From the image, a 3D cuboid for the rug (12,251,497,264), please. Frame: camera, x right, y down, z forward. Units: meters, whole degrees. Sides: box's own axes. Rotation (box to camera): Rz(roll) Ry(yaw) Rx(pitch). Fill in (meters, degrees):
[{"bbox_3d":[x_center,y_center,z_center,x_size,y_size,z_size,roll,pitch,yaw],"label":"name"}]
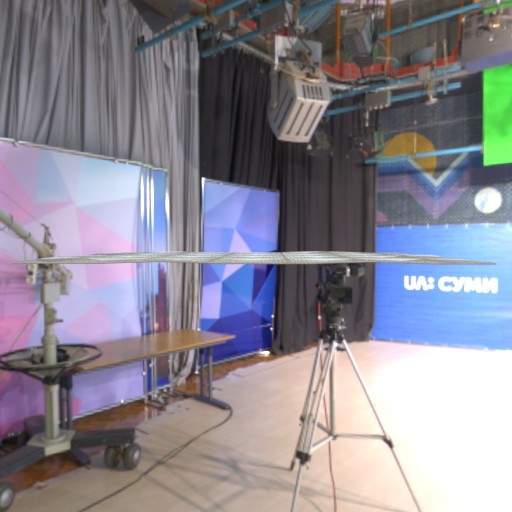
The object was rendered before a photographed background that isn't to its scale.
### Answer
[{"bbox_3d":[0.000,0.000,4.252,3.333,0.027,2.428,0,2,2],"label":"rug"}]
